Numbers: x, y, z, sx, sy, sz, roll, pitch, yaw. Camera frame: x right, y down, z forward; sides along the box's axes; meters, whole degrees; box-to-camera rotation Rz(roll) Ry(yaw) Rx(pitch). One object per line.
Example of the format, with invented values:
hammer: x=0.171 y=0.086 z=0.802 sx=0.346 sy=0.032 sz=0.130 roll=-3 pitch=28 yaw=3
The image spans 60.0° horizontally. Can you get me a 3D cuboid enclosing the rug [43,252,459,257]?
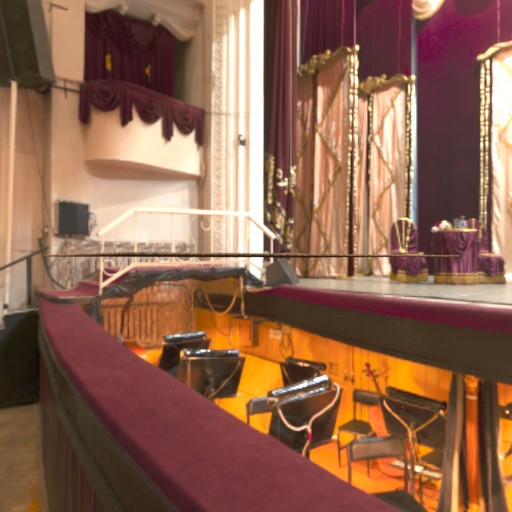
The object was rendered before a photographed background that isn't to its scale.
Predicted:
rug: x=0.000 y=0.000 z=2.332 sx=1.824 sy=0.008 sz=1.220 roll=0 pitch=-1 yaw=-37
